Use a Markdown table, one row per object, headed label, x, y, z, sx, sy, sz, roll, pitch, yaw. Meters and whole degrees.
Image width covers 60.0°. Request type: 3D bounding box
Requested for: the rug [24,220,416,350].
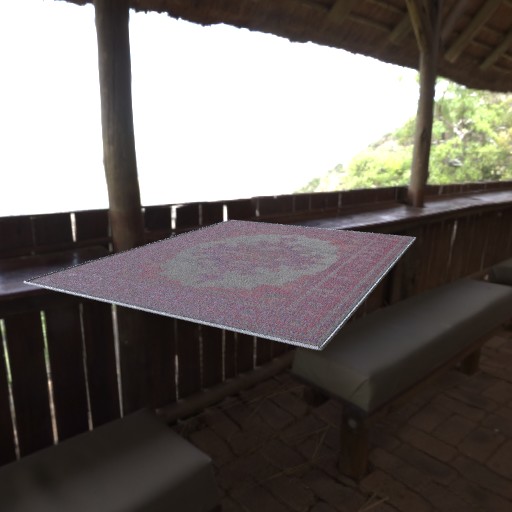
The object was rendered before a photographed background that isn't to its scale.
| label | x | y | z | sx | sy | sz | roll | pitch | yaw |
| --- | --- | --- | --- | --- | --- | --- | --- | --- | --- |
| rug | 0.000 | 0.000 | 4.218 | 2.447 | 0.017 | 3.123 | 8 | 16 | 27 |
